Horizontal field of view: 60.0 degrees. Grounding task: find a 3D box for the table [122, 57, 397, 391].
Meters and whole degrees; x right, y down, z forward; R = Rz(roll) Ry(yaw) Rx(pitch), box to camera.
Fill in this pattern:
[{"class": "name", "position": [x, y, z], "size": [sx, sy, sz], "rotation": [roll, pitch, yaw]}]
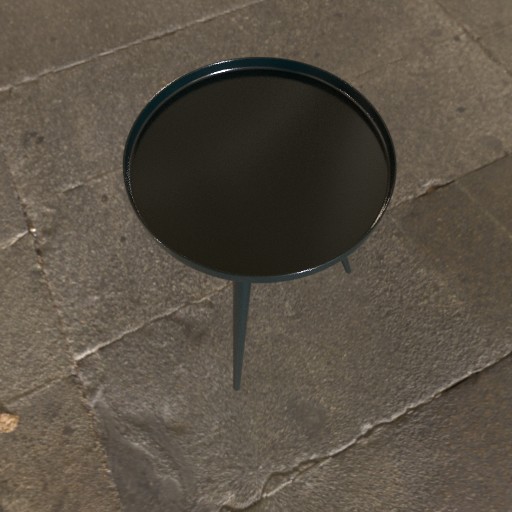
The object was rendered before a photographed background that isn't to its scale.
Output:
[{"class": "table", "position": [0.000, 0.000, 0.836], "size": [0.403, 0.548, 0.415], "rotation": [16, 65, 8]}]
